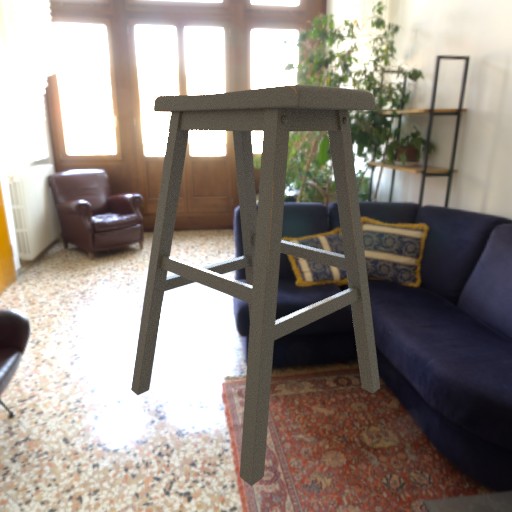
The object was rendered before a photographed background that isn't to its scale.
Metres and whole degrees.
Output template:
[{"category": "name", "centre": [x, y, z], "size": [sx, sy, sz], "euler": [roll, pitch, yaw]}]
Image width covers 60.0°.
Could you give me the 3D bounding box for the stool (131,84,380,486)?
[{"category": "stool", "centre": [0.000, 0.000, 1.069], "size": [0.476, 0.737, 0.457], "euler": [-16, 23, -42]}]
